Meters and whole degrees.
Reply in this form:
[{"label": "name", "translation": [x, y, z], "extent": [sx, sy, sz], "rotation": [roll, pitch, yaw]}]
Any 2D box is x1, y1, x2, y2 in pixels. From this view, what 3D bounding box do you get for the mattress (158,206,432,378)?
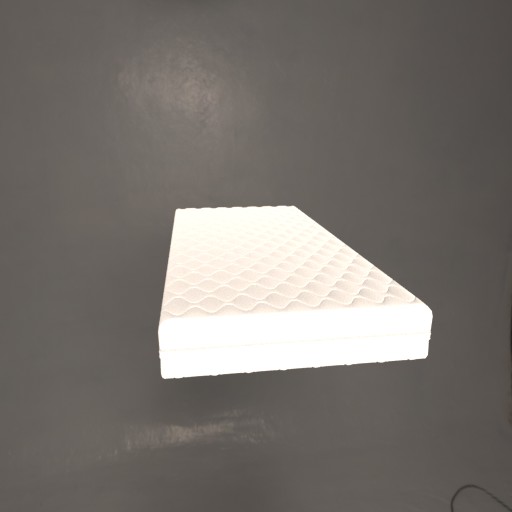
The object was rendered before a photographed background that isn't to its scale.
[{"label": "mattress", "translation": [0.000, 0.000, 2.368], "extent": [0.900, 0.200, 2.000], "rotation": [-2, 16, -8]}]
